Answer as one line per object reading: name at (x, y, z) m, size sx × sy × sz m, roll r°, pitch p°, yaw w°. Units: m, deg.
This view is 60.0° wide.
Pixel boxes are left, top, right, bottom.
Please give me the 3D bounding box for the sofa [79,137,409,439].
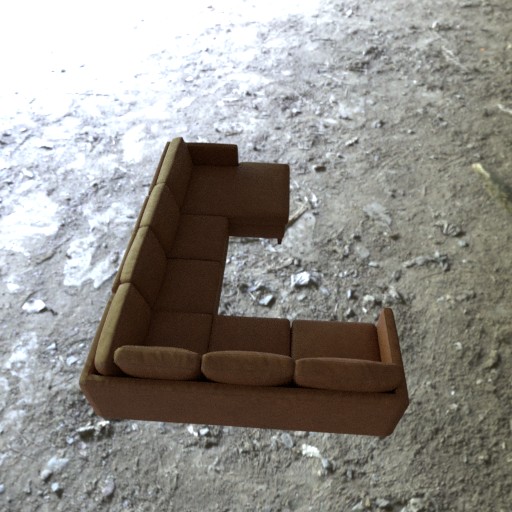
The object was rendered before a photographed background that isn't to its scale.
sofa at (0.000, 0.000, 4.739) m, size 2.593 × 0.923 × 3.460 m, roll 3°, pitch 47°, yaw 3°
